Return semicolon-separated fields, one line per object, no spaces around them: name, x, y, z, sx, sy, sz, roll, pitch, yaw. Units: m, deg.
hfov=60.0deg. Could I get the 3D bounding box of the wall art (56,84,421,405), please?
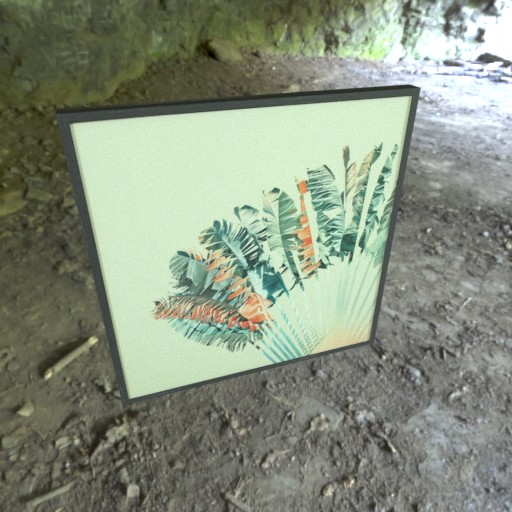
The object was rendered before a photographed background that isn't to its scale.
wall art;0.000;0.000;1.102;0.762;0.758;0.043;-10;33;-16
